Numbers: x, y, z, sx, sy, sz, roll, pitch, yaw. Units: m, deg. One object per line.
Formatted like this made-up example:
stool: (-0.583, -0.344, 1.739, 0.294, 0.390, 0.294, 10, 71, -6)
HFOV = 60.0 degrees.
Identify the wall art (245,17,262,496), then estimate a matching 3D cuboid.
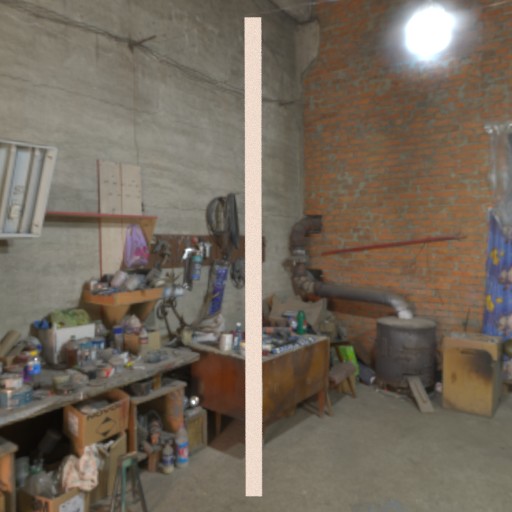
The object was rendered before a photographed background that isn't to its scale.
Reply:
wall art: (0.000, 0.000, 1.369, 0.039, 1.050, 0.795, 0, 1, 1)
